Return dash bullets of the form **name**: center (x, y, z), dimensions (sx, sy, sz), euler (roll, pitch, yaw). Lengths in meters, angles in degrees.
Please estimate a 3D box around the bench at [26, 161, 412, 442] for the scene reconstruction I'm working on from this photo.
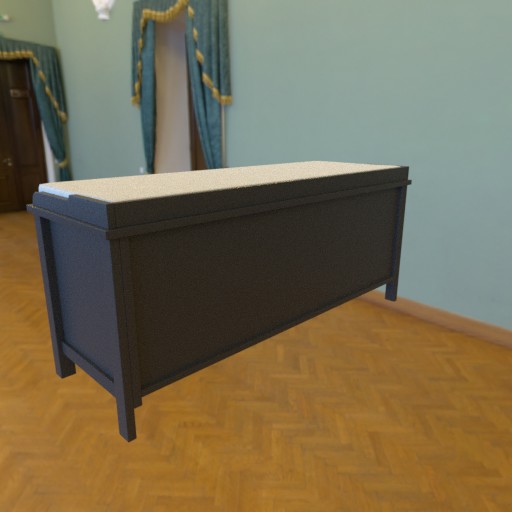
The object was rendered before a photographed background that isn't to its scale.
- **bench**: center (0.000, 0.000, 1.357), dimensions (1.140, 0.501, 0.398), euler (-15, 22, -43)
